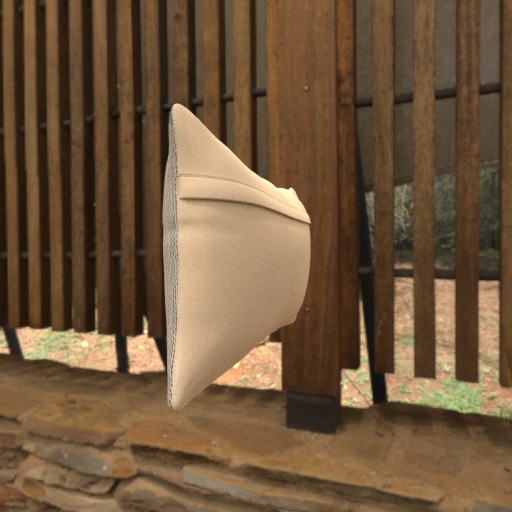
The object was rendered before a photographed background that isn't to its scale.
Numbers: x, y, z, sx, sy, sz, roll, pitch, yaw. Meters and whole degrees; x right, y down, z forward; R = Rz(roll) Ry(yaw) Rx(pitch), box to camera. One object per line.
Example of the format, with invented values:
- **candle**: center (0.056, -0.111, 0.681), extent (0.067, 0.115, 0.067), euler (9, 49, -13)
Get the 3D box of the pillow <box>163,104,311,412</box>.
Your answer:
- **pillow**: center (0.000, 0.000, 0.720), extent (0.148, 0.307, 0.604), euler (0, 0, 16)
